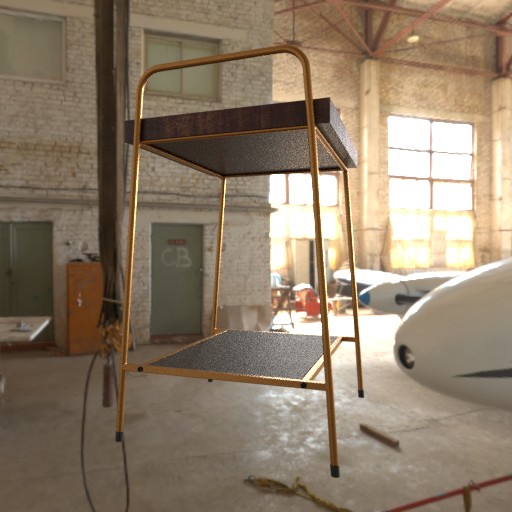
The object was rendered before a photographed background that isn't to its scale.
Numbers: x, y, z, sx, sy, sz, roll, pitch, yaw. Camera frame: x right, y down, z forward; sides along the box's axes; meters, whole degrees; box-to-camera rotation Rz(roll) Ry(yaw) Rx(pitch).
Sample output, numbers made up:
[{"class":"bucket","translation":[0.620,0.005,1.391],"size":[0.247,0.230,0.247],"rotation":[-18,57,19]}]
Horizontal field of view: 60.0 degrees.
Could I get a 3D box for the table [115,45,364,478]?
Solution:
[{"class":"table","translation":[0.000,0.000,0.981],"size":[0.430,0.710,0.430],"rotation":[0,0,19]}]
